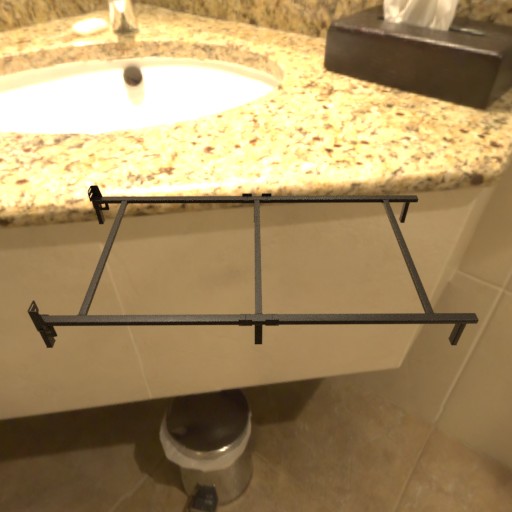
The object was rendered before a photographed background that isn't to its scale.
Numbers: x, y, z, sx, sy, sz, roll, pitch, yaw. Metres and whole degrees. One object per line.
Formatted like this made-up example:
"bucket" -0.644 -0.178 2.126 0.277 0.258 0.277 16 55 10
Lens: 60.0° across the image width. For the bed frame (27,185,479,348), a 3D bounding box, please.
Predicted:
"bed frame" 0.000 0.000 2.277 1.897 0.248 0.968 0 41 0
